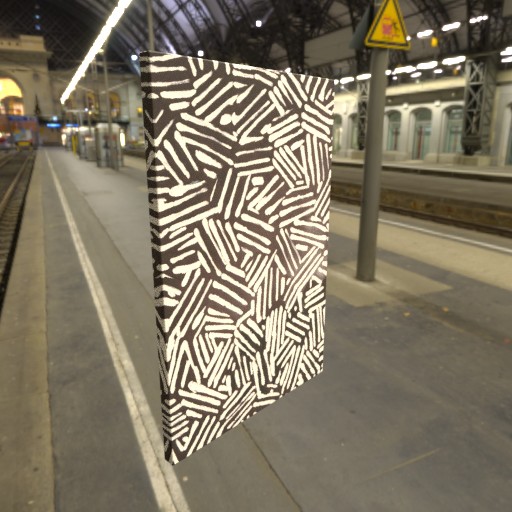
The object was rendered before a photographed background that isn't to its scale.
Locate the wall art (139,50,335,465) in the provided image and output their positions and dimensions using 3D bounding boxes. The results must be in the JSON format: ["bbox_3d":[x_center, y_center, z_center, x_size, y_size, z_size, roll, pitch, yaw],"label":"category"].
[{"bbox_3d":[0.000,0.000,1.169,0.035,0.918,0.615,14,20,42],"label":"wall art"}]
